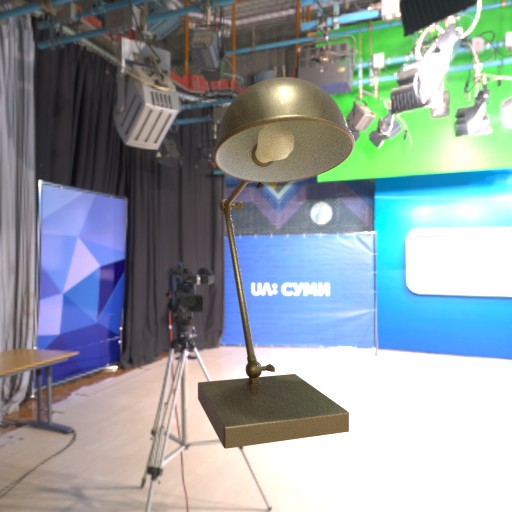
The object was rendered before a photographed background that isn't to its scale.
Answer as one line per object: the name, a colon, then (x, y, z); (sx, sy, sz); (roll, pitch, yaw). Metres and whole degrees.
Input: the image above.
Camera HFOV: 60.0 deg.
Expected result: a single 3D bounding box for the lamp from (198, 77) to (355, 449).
lamp: (0.000, 0.000, 0.566); (0.149, 0.371, 0.339); (0, 1, -17)
